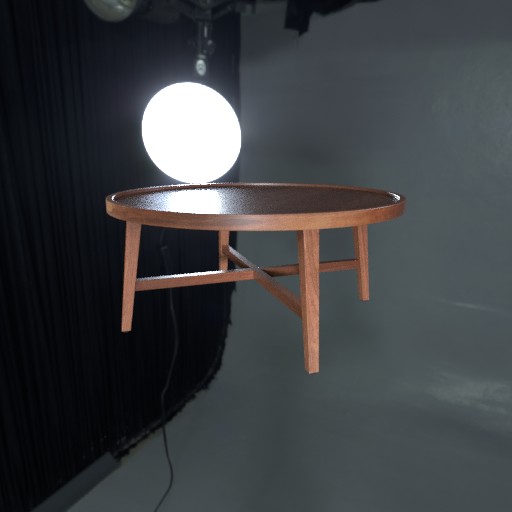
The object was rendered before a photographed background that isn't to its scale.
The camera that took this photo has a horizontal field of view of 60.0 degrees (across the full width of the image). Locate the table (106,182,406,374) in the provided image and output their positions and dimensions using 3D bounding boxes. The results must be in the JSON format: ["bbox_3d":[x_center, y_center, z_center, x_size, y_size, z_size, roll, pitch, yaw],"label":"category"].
[{"bbox_3d":[0.000,0.000,1.285,0.800,0.360,0.800,0,14,0],"label":"table"}]
